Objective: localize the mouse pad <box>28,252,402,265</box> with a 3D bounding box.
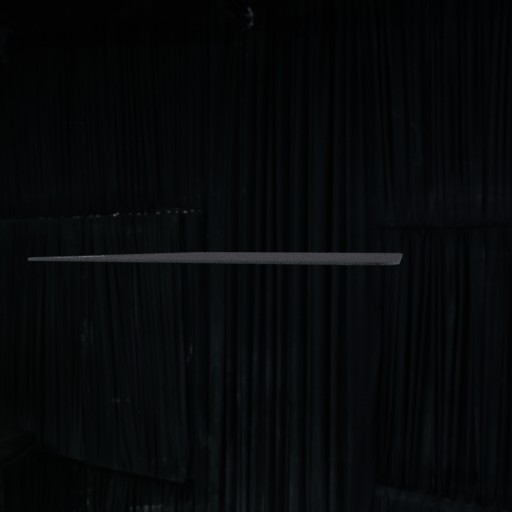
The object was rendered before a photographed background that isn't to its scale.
[{"bbox_3d":[0.000,0.000,0.431,0.269,0.002,0.315,0,1,19],"label":"mouse pad"}]
